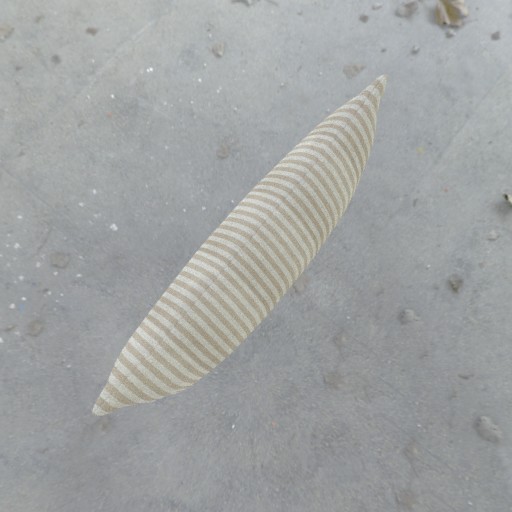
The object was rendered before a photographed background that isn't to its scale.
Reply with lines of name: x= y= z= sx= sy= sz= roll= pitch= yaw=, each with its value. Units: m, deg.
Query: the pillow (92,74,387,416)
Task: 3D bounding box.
pillow: x=0.000 y=0.000 z=0.733 sx=0.151 sy=0.295 sz=0.617 roll=38 pitch=78 yaw=10
